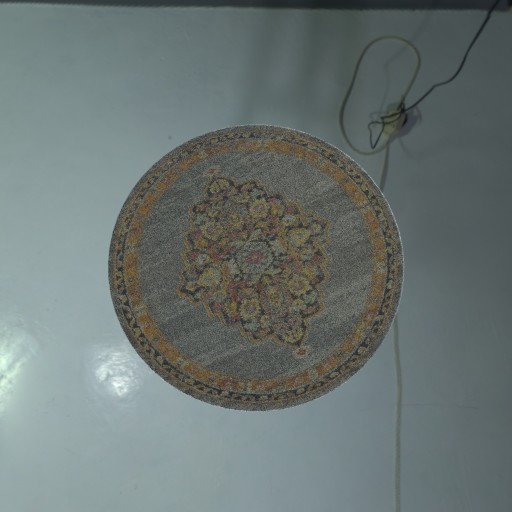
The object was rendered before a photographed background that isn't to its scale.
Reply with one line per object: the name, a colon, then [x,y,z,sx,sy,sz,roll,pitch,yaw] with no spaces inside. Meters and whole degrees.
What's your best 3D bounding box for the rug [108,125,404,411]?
rug: [0.000,0.000,2.401,1.598,0.010,1.598,0,75,0]
